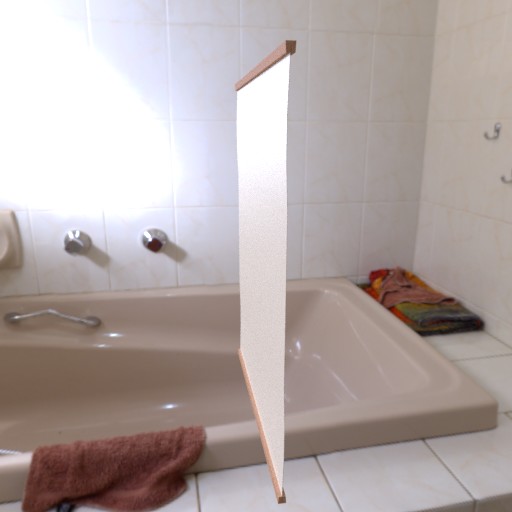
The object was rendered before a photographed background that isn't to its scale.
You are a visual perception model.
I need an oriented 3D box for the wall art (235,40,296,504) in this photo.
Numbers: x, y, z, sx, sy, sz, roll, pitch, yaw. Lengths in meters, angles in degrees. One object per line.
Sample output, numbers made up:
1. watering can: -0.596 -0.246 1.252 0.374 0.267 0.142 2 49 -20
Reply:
1. wall art: 0.000 0.000 1.278 0.020 1.013 0.758 -3 16 -9
